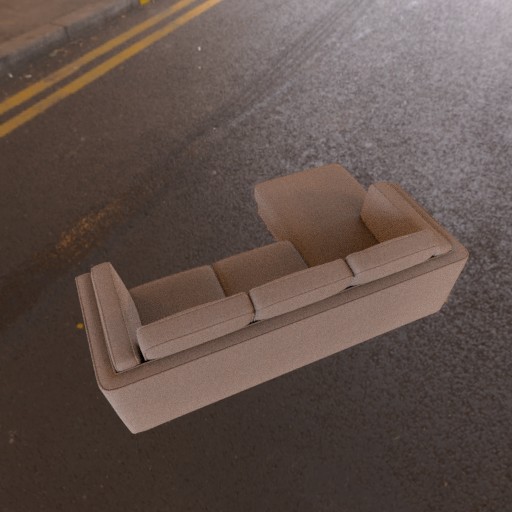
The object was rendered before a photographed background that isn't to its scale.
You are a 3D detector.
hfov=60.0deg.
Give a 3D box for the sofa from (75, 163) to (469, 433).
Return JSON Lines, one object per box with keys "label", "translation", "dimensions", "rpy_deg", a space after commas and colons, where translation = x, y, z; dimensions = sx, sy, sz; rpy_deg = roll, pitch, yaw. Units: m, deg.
{"label": "sofa", "translation": [0.000, 0.000, 3.240], "dimensions": [2.411, 0.929, 1.604], "rpy_deg": [-18, 49, -16]}
